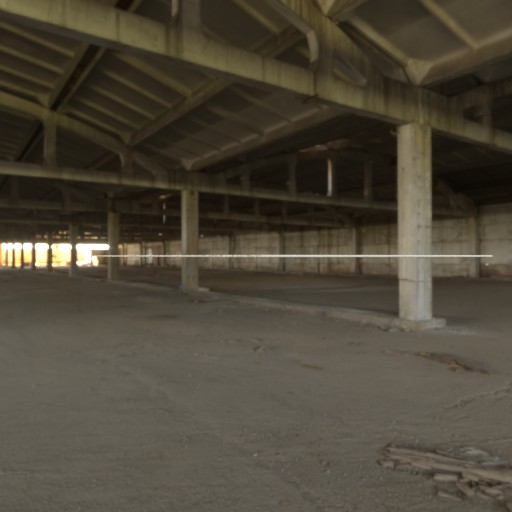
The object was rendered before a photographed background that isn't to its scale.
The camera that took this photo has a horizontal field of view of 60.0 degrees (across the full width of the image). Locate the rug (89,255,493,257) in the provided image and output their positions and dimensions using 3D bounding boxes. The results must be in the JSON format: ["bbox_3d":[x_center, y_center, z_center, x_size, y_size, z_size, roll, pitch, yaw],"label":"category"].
[{"bbox_3d":[0.000,0.000,2.300,1.226,0.007,1.815,0,0,-35],"label":"rug"}]
